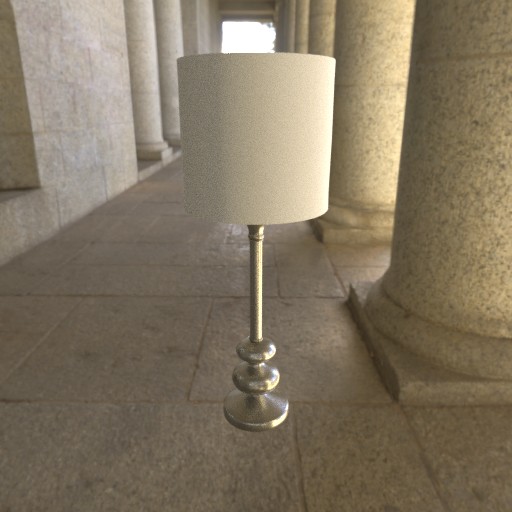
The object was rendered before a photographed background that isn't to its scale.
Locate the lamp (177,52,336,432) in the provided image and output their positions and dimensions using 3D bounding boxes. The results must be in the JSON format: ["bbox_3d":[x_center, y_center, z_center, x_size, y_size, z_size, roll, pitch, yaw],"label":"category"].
[{"bbox_3d":[0.000,0.000,0.823,0.254,0.690,0.254,-10,21,-27],"label":"lamp"}]
